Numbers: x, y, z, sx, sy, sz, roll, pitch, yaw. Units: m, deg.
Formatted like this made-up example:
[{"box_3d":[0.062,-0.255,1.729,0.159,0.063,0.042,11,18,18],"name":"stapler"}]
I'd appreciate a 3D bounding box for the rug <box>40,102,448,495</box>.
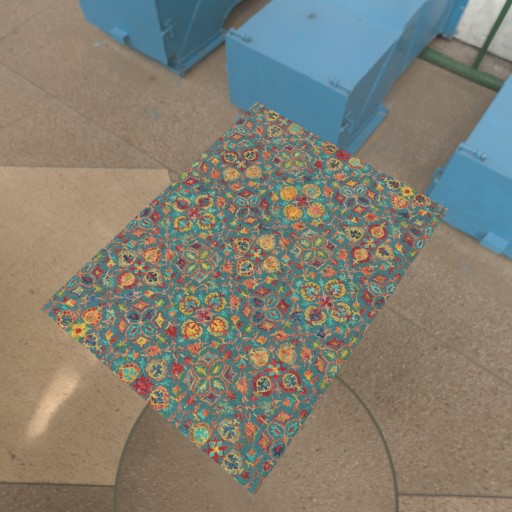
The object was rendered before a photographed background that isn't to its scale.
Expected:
[{"box_3d":[0.000,0.000,4.216,2.434,0.025,3.204,34,68,16],"name":"rug"}]
